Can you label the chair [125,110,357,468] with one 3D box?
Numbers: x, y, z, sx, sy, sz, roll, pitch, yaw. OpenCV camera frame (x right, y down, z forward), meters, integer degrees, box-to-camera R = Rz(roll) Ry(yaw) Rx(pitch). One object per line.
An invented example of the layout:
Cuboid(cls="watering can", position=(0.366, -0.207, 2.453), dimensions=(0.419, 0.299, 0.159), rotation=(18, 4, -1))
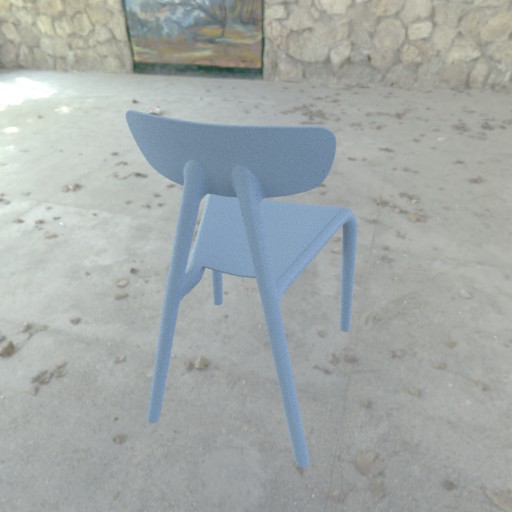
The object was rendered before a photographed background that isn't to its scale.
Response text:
Cuboid(cls="chair", position=(0.000, 0.000, 0.821), dimensions=(0.356, 0.580, 0.401), rotation=(10, 33, 15))
